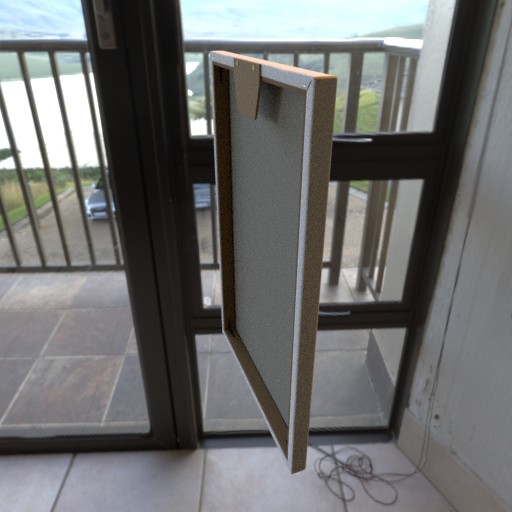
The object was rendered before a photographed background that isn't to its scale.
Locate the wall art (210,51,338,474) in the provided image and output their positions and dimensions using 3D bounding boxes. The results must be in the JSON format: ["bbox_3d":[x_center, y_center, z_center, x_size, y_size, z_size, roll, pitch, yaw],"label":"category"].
[{"bbox_3d":[0.000,0.000,1.129,0.048,0.916,0.602,-10,30,-18],"label":"wall art"}]
